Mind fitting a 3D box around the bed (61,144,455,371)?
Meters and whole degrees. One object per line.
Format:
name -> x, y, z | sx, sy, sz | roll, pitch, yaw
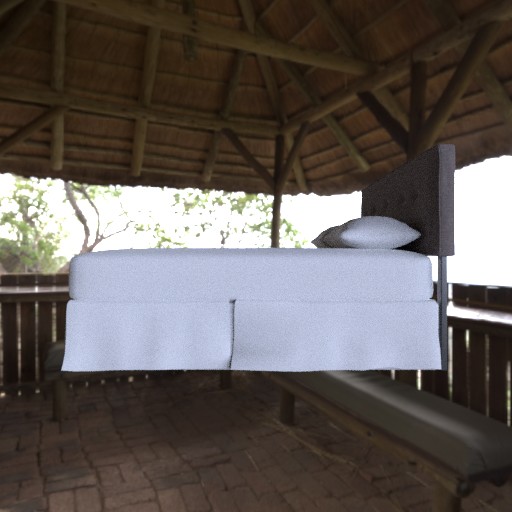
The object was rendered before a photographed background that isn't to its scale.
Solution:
bed -> 0.000, 0.000, 2.879 | 1.894, 1.089, 1.610 | 0, 0, 0
